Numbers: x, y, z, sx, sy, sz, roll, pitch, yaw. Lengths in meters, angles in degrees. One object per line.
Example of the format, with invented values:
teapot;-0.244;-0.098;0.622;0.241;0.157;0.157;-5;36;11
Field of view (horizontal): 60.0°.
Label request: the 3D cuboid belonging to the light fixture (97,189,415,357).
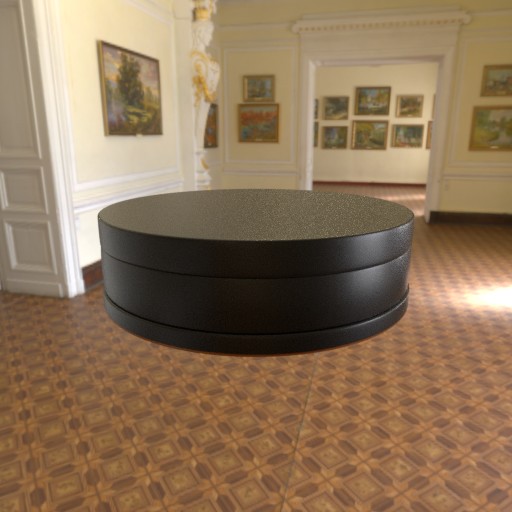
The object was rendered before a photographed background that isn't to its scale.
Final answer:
light fixture;0.000;0.000;0.426;0.283;0.097;0.283;0;15;0
